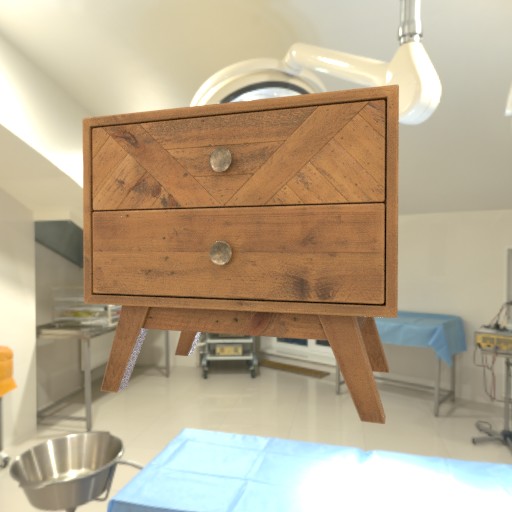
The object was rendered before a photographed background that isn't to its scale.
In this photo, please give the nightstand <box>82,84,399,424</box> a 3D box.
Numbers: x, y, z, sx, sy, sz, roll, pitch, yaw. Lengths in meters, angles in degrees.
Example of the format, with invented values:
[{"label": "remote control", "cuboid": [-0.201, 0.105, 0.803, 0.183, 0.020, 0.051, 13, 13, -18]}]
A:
[{"label": "nightstand", "cuboid": [0.000, 0.000, 1.066, 0.650, 0.599, 0.450, 0, 1, 18]}]
